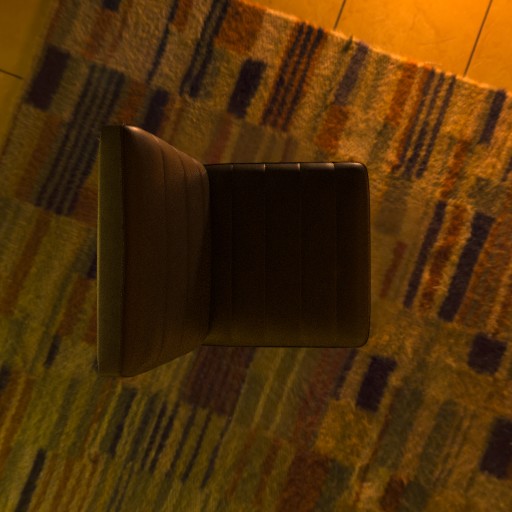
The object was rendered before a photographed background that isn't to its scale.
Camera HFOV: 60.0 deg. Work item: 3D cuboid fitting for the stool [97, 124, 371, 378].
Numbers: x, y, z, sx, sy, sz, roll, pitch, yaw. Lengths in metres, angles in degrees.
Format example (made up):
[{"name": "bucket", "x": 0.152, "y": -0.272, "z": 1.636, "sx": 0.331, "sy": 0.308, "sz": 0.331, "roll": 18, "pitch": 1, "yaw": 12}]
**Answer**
[{"name": "stool", "x": 0.000, "y": 0.000, "z": 1.219, "sx": 0.552, "sy": 0.938, "sz": 0.457, "roll": 0, "pitch": 89, "yaw": 0}]
